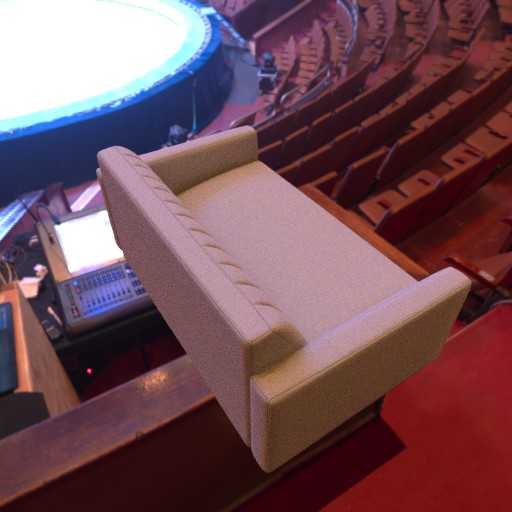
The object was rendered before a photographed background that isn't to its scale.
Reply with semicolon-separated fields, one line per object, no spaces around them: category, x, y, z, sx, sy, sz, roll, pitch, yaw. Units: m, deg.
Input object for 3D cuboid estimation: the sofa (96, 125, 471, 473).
sofa;0.000;0.000;2.120;0.950;0.801;1.585;-24;47;-24
